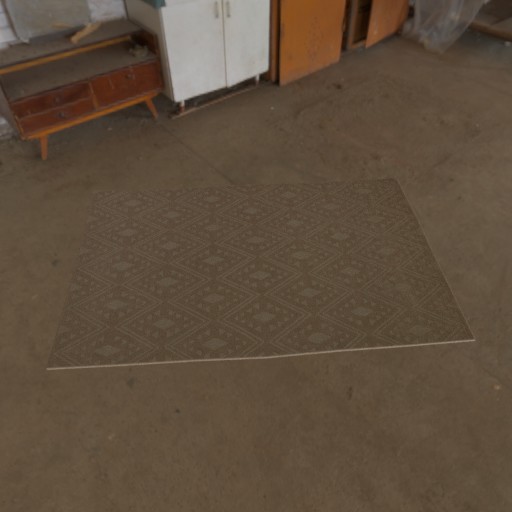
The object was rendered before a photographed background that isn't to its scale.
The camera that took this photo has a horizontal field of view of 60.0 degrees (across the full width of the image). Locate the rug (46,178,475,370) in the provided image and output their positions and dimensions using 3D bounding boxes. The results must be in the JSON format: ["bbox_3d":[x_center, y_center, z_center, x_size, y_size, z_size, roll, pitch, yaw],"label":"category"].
[{"bbox_3d":[0.000,0.000,3.017,2.430,0.053,1.553,-3,47,-3],"label":"rug"}]
